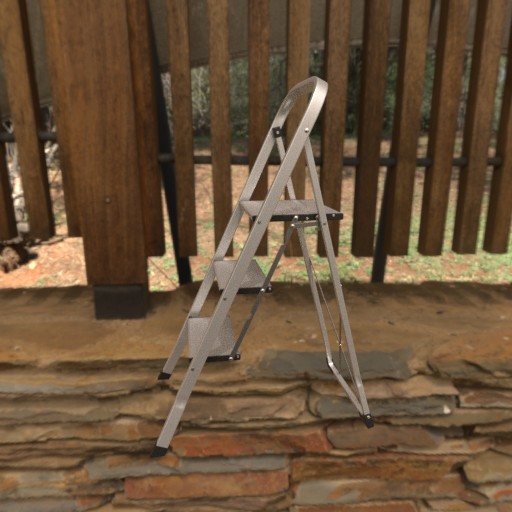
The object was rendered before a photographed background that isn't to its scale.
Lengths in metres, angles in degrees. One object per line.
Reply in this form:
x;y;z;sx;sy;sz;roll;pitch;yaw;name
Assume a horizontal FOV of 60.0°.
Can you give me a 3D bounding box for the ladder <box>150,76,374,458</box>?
0.000;0.000;1.433;0.704;1.070;0.465;-2;15;-9;ladder
